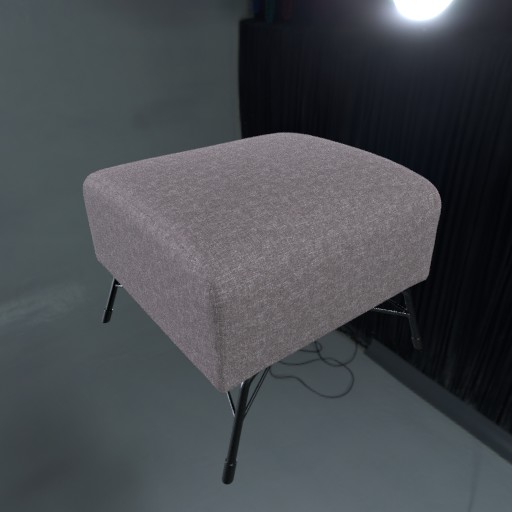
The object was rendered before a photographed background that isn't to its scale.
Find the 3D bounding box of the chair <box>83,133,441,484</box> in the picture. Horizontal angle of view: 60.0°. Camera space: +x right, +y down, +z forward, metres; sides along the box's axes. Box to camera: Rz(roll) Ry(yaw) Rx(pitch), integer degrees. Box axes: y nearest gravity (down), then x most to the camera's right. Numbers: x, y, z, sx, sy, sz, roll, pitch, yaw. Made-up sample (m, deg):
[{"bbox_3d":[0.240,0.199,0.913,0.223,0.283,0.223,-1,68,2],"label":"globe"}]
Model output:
[{"bbox_3d":[0.000,0.000,0.917,0.530,0.410,0.530,-21,36,-32],"label":"chair"}]
